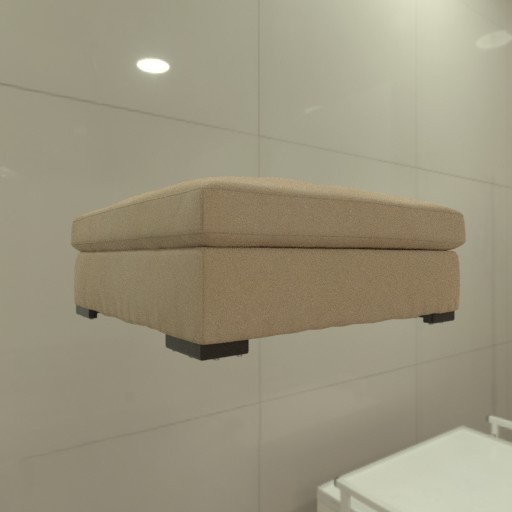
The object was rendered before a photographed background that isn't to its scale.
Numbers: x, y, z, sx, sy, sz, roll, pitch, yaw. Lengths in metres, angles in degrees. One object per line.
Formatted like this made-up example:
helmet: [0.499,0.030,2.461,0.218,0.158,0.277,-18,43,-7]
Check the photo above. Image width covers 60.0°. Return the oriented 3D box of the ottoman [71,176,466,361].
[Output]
ottoman: [0.000,0.000,1.849,1.205,0.522,1.190,0,0,-37]
